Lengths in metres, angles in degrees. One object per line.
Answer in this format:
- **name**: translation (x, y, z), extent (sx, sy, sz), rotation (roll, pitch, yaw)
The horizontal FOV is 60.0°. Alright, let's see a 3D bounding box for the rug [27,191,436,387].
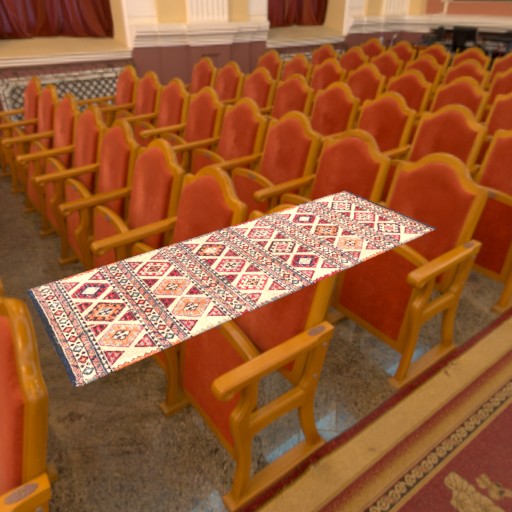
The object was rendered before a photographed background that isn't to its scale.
- **rug**: translation (0.000, 0.000, 2.619), extent (2.362, 0.008, 0.832), rotation (-20, 36, -31)
